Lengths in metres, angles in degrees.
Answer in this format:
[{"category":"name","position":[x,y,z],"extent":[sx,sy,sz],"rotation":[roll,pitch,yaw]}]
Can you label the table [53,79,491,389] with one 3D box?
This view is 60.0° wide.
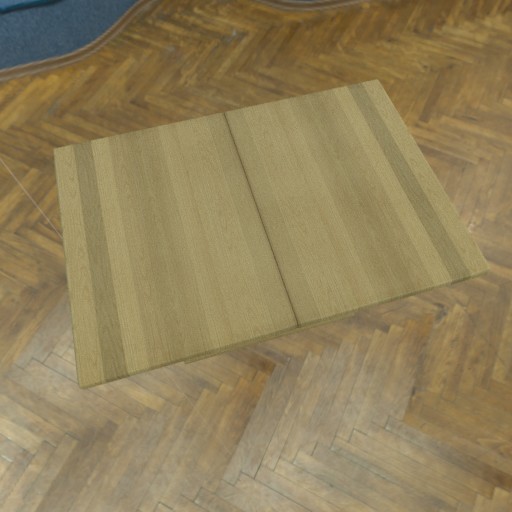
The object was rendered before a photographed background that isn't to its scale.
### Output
[{"category":"table","position":[0.000,0.000,1.857],"extent":[1.300,0.770,0.900],"rotation":[-15,64,-7]}]
